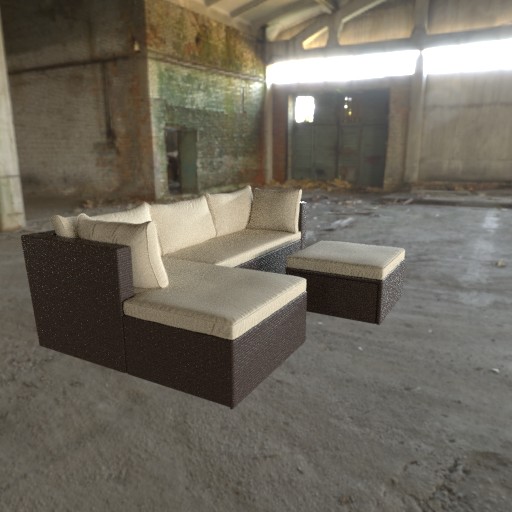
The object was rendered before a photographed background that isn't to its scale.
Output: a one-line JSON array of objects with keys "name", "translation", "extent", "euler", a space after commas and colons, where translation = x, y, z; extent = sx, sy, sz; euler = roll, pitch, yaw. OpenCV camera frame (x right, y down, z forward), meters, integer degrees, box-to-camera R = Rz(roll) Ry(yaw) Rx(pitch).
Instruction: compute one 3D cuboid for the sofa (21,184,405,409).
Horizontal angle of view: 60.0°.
[{"name": "sofa", "translation": [0.000, 0.000, 2.925], "extent": [1.612, 0.766, 2.192], "euler": [7, 15, 28]}]
